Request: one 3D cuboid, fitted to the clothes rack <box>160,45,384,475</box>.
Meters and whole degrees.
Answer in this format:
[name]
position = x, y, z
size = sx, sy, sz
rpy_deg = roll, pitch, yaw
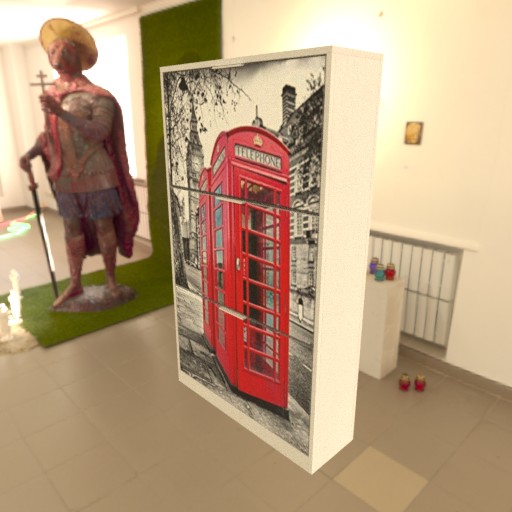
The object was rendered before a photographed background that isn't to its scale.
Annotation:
[clothes rack]
position = 0.000, 0.000, 1.582
size = 0.250, 1.280, 0.750
rpy_deg = -17, 24, -42
